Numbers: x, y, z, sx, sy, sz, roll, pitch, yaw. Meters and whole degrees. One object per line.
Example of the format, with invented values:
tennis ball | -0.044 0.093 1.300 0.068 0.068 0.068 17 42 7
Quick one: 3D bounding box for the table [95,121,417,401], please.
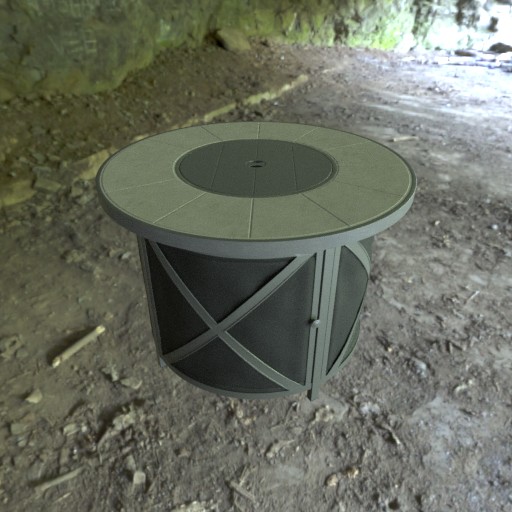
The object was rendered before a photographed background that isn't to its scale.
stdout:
table | 0.000 0.000 1.492 0.914 0.650 0.914 0 32 0
